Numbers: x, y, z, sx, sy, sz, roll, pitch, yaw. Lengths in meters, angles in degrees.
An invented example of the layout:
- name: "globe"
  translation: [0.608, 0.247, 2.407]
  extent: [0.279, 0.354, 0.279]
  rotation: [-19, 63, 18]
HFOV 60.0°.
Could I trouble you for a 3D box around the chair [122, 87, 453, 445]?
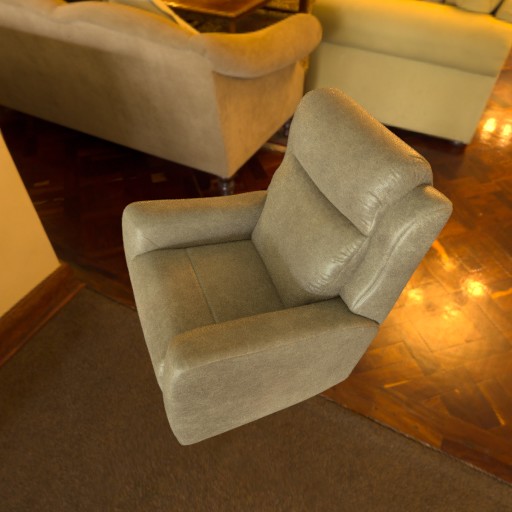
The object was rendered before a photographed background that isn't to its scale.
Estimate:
- name: "chair"
  translation: [0.000, 0.000, 1.891]
  extent: [1.068, 1.116, 0.967]
  rotation: [-16, 47, -15]
